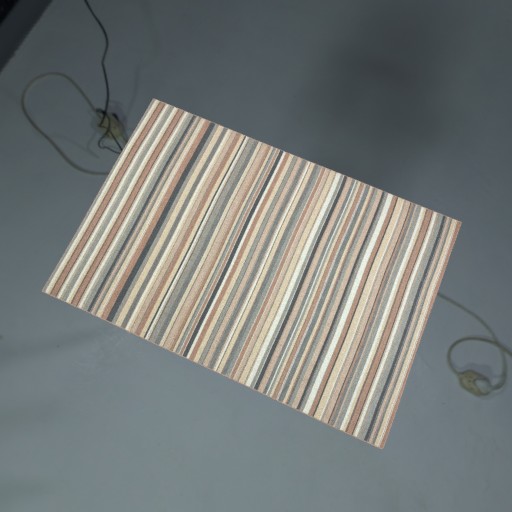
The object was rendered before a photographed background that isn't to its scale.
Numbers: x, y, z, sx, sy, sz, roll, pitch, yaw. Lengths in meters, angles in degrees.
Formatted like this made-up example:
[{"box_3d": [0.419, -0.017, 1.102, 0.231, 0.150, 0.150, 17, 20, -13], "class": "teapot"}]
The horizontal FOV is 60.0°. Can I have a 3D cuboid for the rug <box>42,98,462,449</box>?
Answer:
[{"box_3d": [0.000, 0.000, 2.288, 1.829, 0.008, 1.219, 23, 76, 6], "class": "rug"}]
